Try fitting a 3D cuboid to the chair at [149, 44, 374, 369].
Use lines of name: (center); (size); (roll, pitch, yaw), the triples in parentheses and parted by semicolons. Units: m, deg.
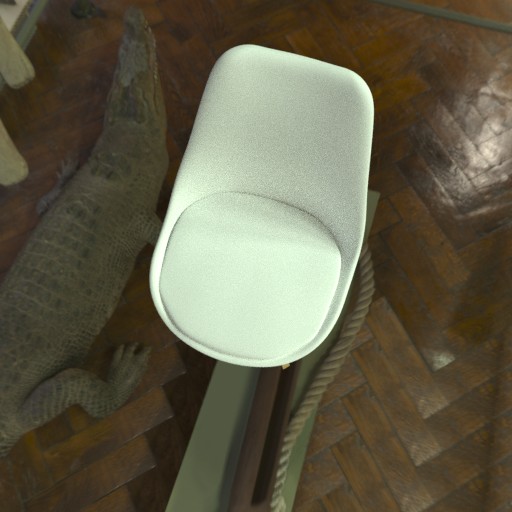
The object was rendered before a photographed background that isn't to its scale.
chair: (0.000, 0.000, 1.135); (0.485, 0.849, 0.550); (17, 74, 5)
